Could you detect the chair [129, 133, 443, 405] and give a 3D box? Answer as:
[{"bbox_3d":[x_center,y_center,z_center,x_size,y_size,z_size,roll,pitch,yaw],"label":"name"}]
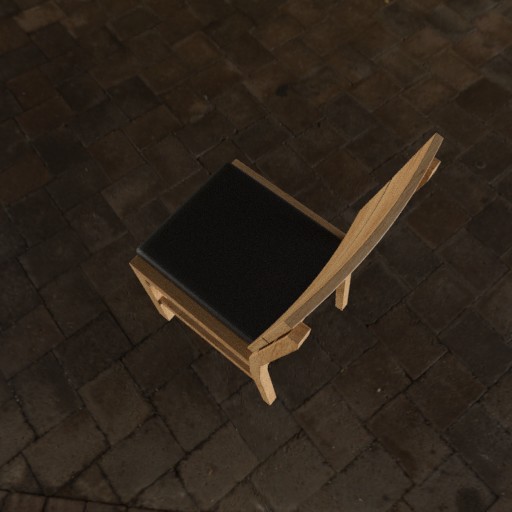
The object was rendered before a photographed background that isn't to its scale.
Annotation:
[{"bbox_3d":[0.000,0.000,1.251,0.569,0.950,0.475,36,70,16],"label":"chair"}]
